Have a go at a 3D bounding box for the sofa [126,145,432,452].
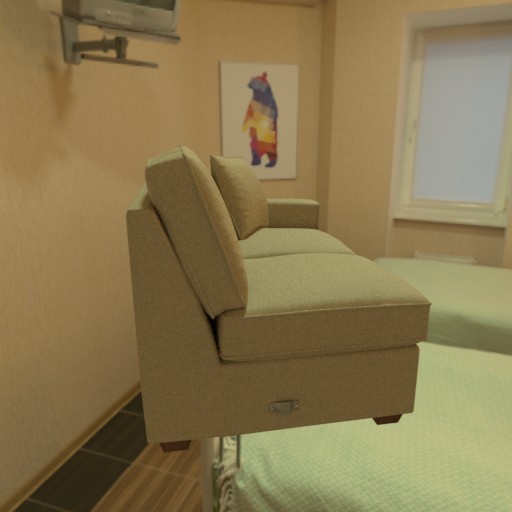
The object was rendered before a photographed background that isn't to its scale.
[{"bbox_3d":[0.000,0.000,2.040,0.991,0.989,1.388,-3,16,-10],"label":"sofa"}]
